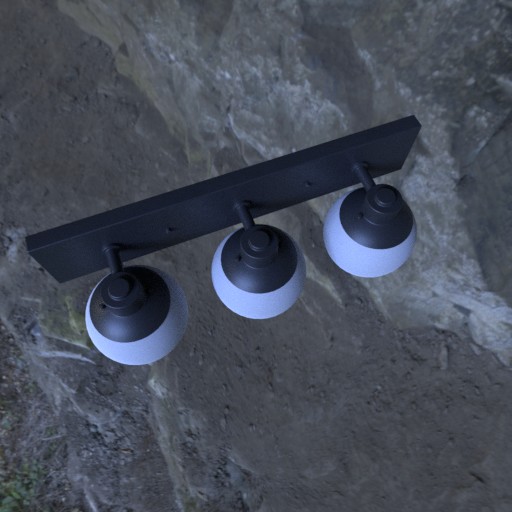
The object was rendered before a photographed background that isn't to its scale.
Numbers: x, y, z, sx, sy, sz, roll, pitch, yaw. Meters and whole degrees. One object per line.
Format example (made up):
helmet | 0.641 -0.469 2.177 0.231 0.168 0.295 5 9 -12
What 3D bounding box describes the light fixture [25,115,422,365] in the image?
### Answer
light fixture | 0.000 0.000 0.847 0.721 0.263 0.218 -19 66 -9
